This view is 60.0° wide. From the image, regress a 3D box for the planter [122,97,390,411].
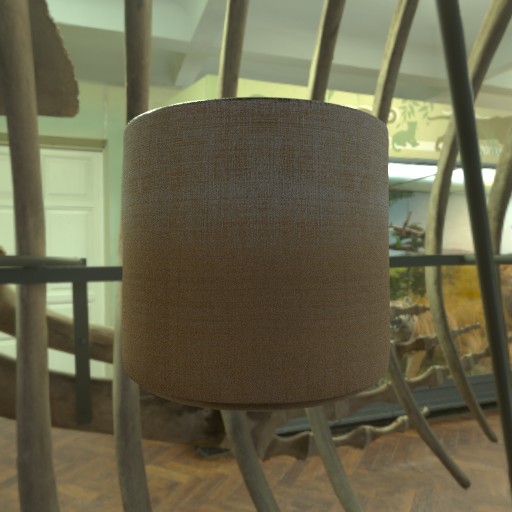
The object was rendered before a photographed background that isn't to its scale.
[{"bbox_3d":[0.000,0.000,0.380,0.221,0.201,0.221,0,1,0],"label":"planter"}]
